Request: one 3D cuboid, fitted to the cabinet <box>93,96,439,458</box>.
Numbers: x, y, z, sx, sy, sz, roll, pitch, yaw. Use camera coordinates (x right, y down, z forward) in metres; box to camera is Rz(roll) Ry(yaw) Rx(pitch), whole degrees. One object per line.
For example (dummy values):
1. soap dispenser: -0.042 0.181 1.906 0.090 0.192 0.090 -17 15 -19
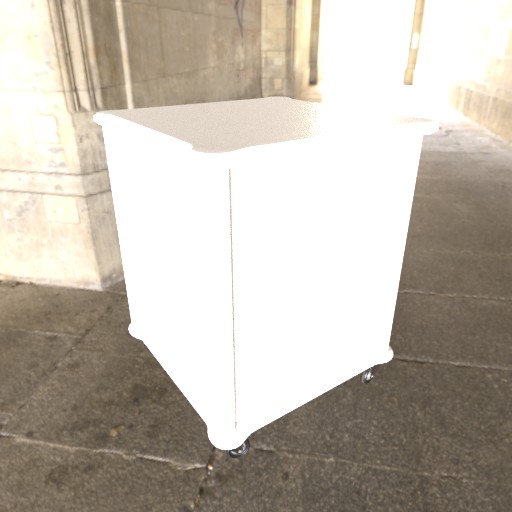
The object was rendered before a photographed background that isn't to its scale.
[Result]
1. cabinet: 0.000 0.000 1.245 0.627 0.761 0.628 -17 31 -31
